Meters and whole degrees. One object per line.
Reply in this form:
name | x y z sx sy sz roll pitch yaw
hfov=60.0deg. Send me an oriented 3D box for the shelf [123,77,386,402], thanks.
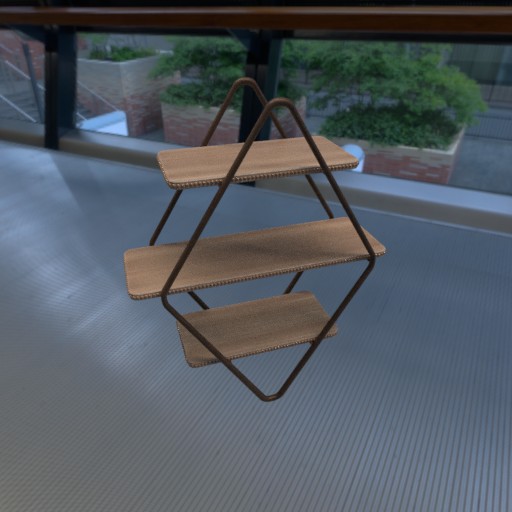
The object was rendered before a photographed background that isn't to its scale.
shelf | 0.000 0.000 1.066 0.609 0.774 0.234 -9 32 -15
